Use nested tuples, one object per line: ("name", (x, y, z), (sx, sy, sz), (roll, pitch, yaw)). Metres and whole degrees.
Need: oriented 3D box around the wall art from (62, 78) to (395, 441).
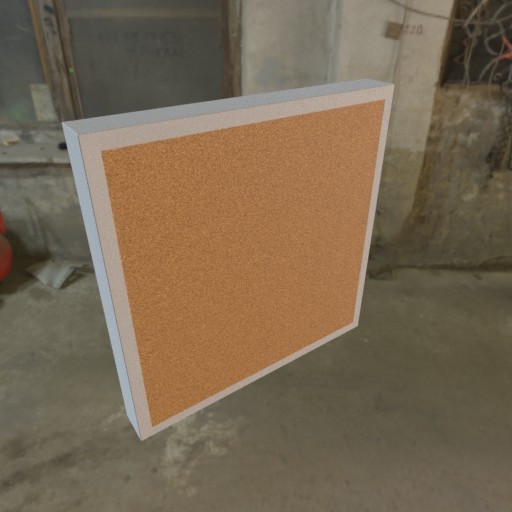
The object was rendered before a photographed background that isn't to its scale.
("wall art", (0.000, 0.000, 0.449), (0.305, 0.305, 0.038), (-20, 36, -30))
